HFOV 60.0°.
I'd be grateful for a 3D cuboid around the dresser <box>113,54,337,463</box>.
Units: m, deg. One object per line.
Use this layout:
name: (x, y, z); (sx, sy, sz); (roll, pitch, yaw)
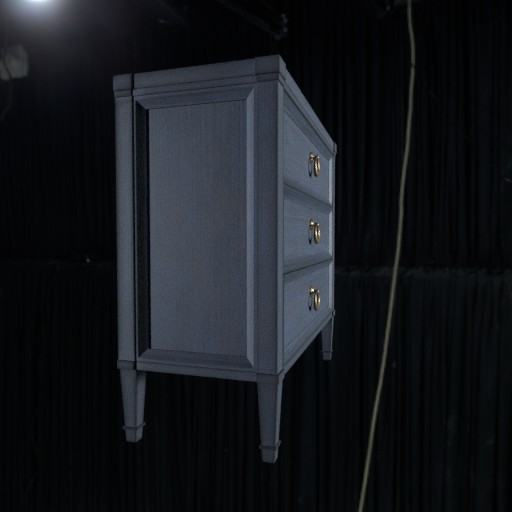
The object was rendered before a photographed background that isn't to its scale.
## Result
dresser: (0.000, 0.000, 1.620); (0.463, 0.986, 1.049); (1, 2, 17)
